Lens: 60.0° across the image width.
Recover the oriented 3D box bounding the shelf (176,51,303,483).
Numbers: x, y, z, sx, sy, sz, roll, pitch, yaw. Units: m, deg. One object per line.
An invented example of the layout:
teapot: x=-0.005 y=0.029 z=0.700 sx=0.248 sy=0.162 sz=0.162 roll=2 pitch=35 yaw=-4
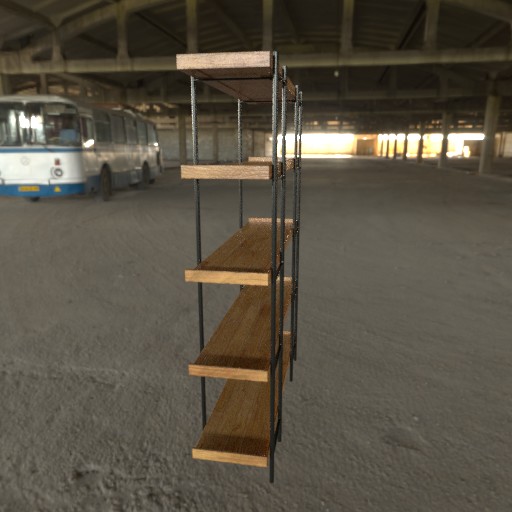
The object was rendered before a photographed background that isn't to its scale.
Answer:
shelf: x=0.000 y=0.000 z=2.426 sx=0.379 sy=1.826 sz=1.371 roll=2 pitch=14 yaw=10
